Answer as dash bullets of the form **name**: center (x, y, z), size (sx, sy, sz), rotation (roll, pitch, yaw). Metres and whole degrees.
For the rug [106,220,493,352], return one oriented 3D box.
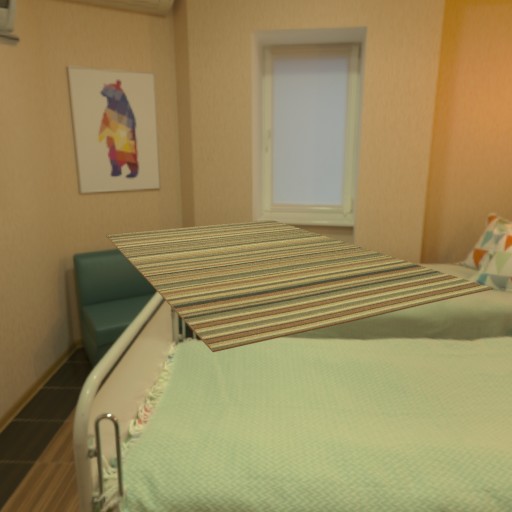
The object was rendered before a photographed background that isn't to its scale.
- **rug**: center (0.000, 0.000, 2.309), size (1.219, 0.008, 1.829), rotation (-7, 16, -26)
